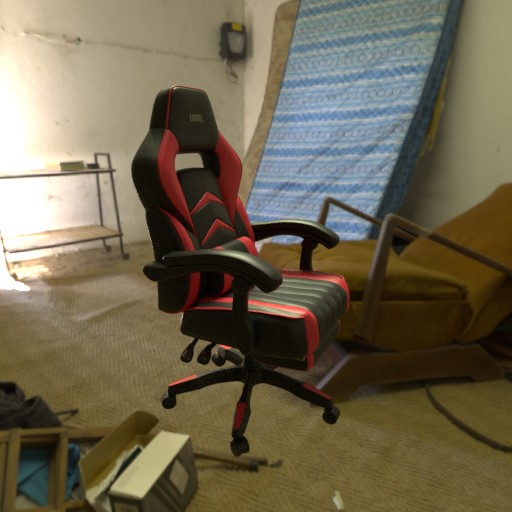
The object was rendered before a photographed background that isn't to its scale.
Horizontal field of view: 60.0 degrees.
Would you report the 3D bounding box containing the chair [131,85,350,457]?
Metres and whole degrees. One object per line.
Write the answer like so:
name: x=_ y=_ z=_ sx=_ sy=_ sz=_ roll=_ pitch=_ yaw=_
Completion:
chair: x=0.000 y=0.000 z=1.672 sx=0.700 sy=1.220 sz=0.700 roll=7 pitch=17 yaw=26
